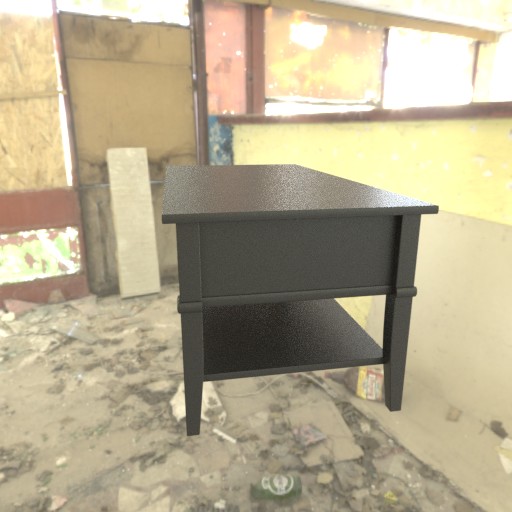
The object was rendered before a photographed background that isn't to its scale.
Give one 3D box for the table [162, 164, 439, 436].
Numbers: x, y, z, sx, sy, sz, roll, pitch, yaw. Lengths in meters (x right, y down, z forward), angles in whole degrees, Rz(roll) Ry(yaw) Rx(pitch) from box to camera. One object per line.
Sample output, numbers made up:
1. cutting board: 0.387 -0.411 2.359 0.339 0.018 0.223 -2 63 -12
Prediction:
1. table: 0.000 0.000 1.363 0.523 0.470 1.044 -3 16 -10
